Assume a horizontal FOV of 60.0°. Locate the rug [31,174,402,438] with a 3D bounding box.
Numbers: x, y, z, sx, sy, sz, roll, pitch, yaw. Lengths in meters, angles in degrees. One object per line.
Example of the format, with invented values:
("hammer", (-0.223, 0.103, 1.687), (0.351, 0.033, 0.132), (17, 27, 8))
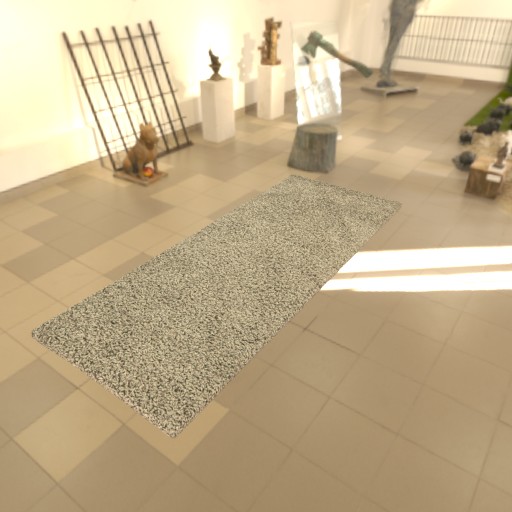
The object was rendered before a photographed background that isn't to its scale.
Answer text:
("rug", (0.000, 0.000, 1.722), (0.609, 0.030, 1.524), (21, 39, 29))
